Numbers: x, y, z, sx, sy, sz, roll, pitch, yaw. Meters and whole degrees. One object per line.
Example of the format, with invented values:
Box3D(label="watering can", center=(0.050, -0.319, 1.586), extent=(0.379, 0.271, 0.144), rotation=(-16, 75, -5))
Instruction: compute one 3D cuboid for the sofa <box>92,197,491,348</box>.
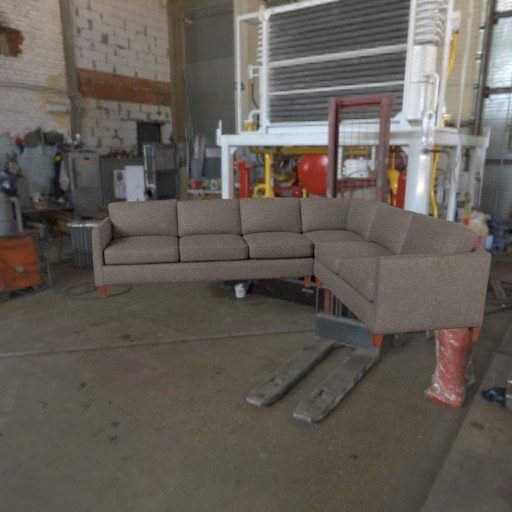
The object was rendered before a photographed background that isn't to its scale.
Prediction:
Box3D(label="sofa", center=(0.000, 0.000, 4.413), extent=(3.302, 0.947, 2.593), rotation=(-2, 14, -9))
